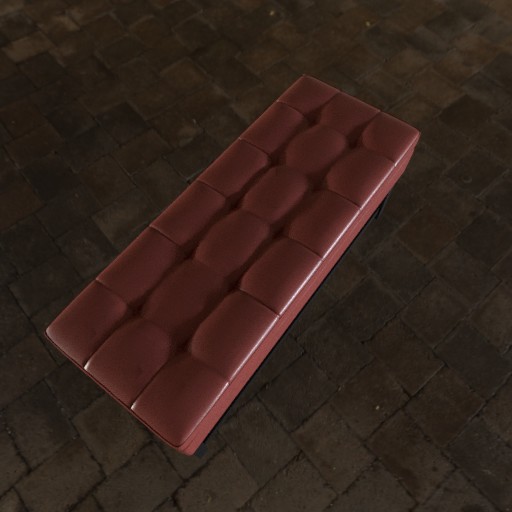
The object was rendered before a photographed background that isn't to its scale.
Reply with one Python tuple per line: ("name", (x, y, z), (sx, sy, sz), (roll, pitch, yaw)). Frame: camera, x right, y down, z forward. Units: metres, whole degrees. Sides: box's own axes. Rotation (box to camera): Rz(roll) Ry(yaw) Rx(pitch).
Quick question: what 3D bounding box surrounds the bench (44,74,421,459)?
("bench", (0.000, 0.000, 1.356), (0.432, 0.460, 1.105), (33, 67, 16))
